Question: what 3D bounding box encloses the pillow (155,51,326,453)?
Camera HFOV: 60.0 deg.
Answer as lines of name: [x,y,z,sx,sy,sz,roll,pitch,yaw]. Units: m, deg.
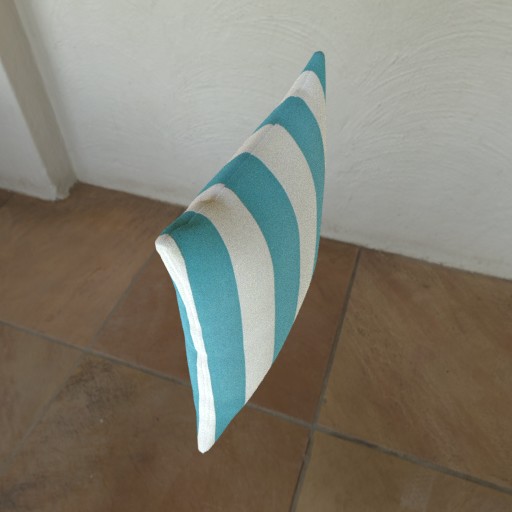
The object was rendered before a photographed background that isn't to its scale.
pillow: [0.000,0.000,0.789,0.189,0.526,0.536,17,49,15]
